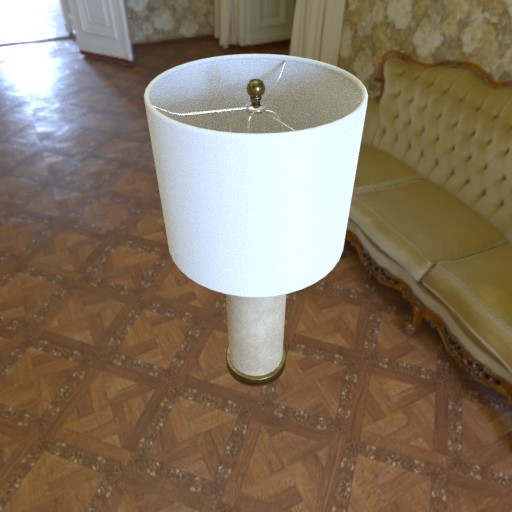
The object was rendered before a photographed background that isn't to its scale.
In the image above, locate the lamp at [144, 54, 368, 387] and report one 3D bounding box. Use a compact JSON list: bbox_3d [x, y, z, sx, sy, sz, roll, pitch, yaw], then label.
[{"bbox_3d":[0.000,0.000,0.811,0.305,0.634,0.305,12,42,13],"label":"lamp"}]
